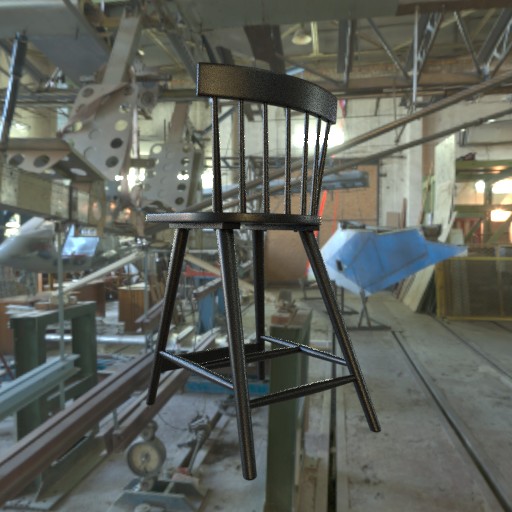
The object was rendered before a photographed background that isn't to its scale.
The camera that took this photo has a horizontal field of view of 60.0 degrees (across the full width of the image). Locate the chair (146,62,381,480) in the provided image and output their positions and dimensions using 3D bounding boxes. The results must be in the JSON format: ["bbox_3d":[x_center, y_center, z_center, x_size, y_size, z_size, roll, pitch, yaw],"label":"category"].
[{"bbox_3d":[0.000,0.000,1.295,0.483,0.952,0.572,-1,2,-35],"label":"chair"}]
